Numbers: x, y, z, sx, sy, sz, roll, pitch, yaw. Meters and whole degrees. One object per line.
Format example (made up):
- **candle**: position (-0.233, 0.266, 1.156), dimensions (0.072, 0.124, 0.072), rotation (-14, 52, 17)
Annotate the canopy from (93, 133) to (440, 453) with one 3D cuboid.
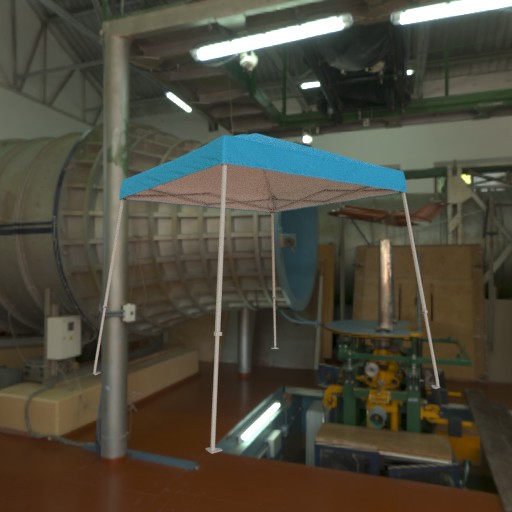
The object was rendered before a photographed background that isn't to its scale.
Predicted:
- **canopy**: position (0.000, 0.000, 5.119), dimensions (2.848, 2.849, 2.849), rotation (1, -1, -36)
